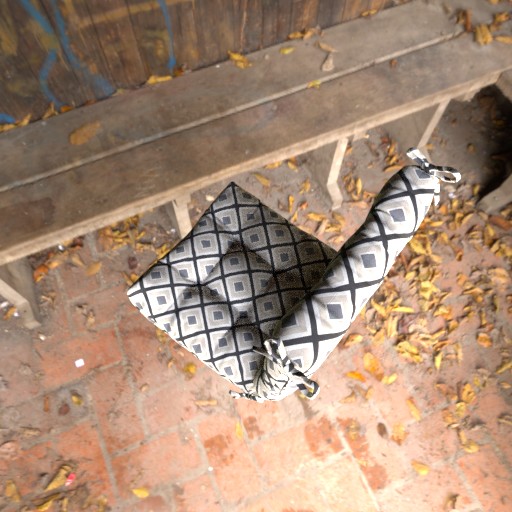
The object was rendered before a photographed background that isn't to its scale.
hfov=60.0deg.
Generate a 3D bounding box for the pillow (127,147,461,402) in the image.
[{"bbox_3d":[0.000,0.000,1.038,0.571,0.605,0.519,34,69,15],"label":"pillow"}]
